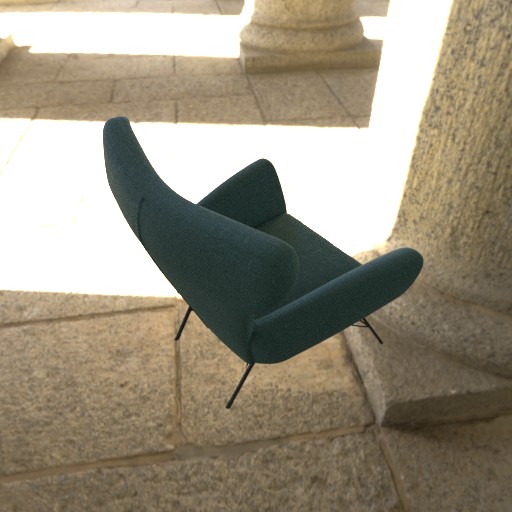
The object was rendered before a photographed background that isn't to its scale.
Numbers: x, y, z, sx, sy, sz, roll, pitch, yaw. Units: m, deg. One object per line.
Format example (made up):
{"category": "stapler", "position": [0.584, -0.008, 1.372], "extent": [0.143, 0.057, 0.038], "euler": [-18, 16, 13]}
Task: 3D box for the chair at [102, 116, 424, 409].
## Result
{"category": "chair", "position": [0.000, 0.000, 1.761], "extent": [0.900, 0.980, 1.050], "euler": [-26, 47, -28]}
